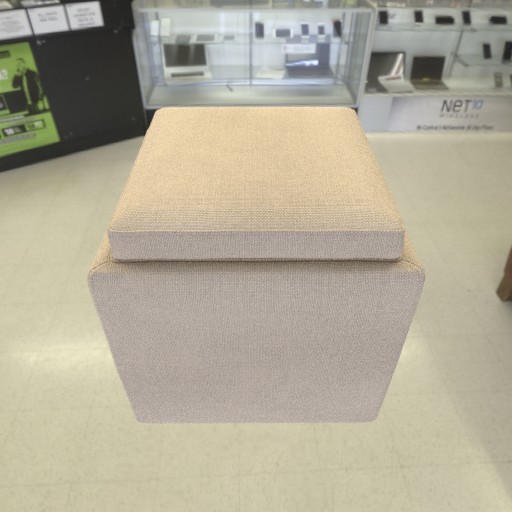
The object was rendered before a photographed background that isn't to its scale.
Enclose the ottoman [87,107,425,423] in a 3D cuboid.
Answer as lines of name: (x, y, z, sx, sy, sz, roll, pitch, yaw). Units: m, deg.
ottoman: (0.000, 0.000, 0.827, 0.450, 0.460, 0.451, 0, 41, 0)
